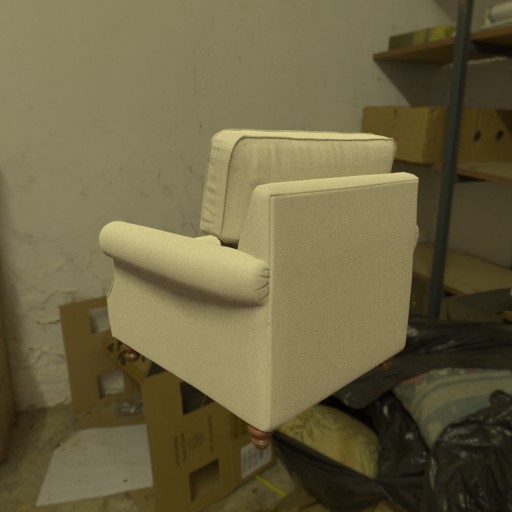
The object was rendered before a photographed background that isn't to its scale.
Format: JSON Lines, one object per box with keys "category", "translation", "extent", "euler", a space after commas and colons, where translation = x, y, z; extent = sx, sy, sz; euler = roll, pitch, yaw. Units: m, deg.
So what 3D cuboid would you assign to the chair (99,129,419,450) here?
{"category": "chair", "translation": [0.000, 0.000, 1.804], "extent": [1.029, 0.967, 0.966], "euler": [-13, 19, -42]}
